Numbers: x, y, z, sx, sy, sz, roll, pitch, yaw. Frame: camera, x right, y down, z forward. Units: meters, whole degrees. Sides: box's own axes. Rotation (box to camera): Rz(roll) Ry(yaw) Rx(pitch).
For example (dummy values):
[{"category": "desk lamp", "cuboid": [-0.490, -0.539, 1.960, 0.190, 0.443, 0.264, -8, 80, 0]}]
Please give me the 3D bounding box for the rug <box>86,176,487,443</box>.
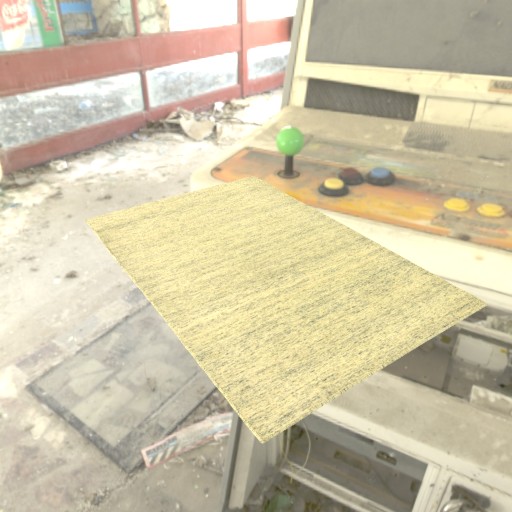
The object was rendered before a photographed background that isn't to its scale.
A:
[{"category": "rug", "cuboid": [0.000, 0.000, 2.843, 1.523, 0.017, 2.263, -20, 37, -29]}]
